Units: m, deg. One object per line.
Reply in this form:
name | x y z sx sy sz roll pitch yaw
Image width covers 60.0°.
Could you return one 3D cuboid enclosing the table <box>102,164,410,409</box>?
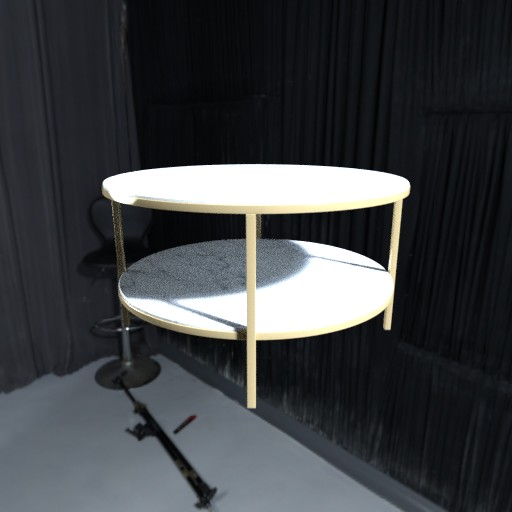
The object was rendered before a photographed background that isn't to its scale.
table | 0.000 0.000 1.274 0.800 0.450 0.800 0 16 0
